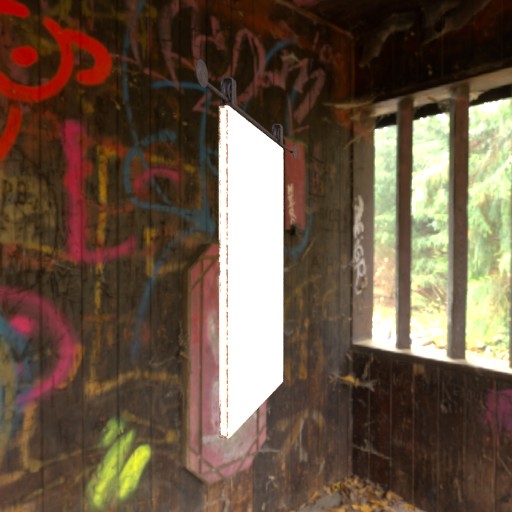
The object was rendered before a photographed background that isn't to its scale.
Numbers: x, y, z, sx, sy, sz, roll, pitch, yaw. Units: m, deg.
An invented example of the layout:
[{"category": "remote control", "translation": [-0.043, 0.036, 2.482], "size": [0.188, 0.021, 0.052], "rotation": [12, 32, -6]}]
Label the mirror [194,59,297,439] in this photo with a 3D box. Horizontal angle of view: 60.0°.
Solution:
[{"category": "mirror", "translation": [0.000, 0.000, 1.247], "size": [0.037, 0.844, 0.808], "rotation": [0, 1, 19]}]
